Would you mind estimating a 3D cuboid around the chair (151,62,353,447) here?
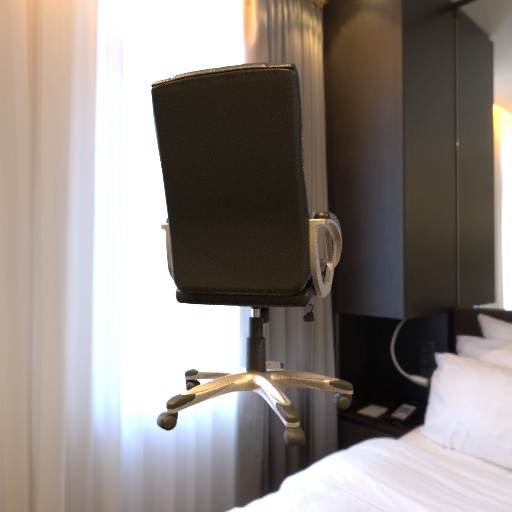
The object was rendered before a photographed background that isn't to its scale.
[{"bbox_3d":[0.000,0.000,1.684,0.700,1.145,0.780,0,-1,18],"label":"chair"}]
